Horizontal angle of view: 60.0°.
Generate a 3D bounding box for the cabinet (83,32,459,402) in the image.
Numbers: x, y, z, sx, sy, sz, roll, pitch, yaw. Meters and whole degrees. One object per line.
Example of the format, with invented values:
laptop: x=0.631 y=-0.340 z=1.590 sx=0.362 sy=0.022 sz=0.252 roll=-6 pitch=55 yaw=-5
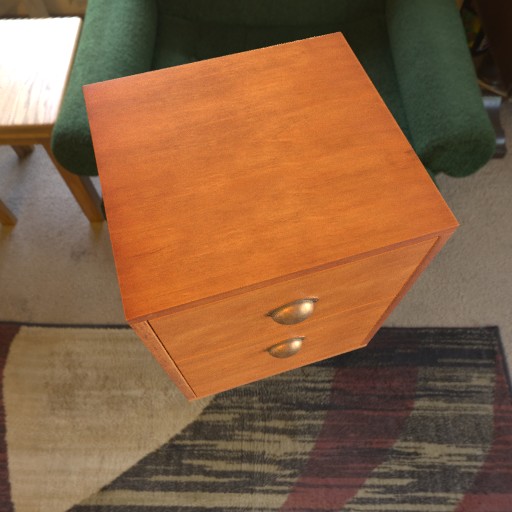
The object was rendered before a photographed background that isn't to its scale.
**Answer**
cabinet: x=0.000 y=0.000 z=0.846 sx=0.409 sy=0.579 sz=0.401 roll=-15 pitch=63 yaw=-8
